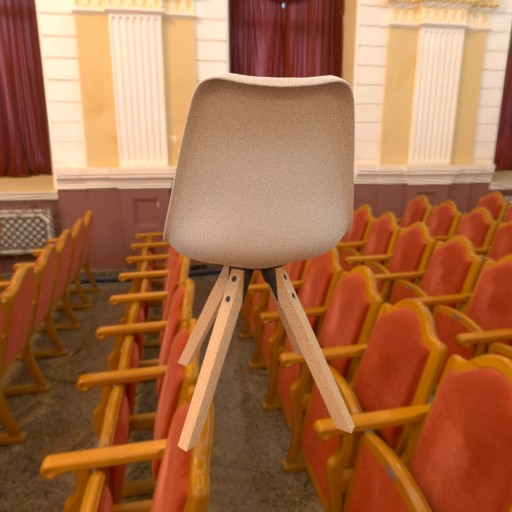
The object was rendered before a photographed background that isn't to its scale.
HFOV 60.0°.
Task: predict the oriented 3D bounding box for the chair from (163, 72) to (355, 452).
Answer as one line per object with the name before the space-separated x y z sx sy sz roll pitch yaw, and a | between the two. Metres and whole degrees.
chair | 0.000 0.000 1.200 0.485 0.850 0.550 -2 14 -9
